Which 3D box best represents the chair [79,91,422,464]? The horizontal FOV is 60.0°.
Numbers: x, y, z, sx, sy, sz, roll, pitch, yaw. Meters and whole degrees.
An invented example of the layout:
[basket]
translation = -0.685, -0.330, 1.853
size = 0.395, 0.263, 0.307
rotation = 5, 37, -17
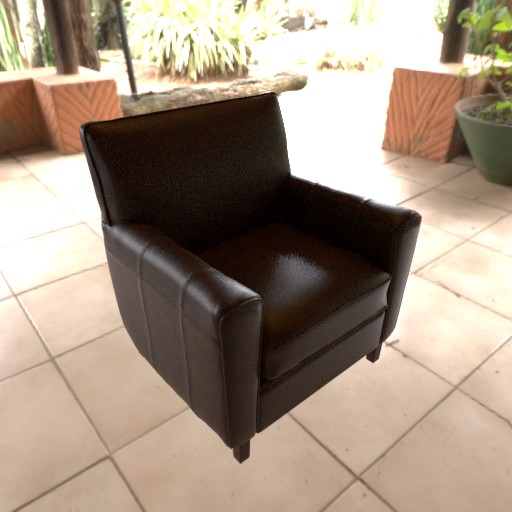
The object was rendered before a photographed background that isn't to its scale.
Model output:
[chair]
translation = 0.000, 0.000, 1.606
size = 0.870, 0.943, 0.823
rotation = -24, 38, -34
